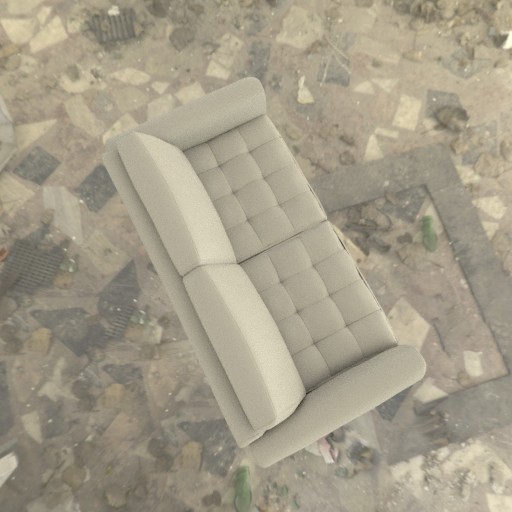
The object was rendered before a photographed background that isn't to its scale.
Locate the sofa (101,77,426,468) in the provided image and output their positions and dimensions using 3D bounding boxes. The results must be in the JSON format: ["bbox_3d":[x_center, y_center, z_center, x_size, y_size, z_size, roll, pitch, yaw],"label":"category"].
[{"bbox_3d":[0.000,0.000,2.745,1.121,0.930,2.177,-27,78,-6],"label":"sofa"}]
